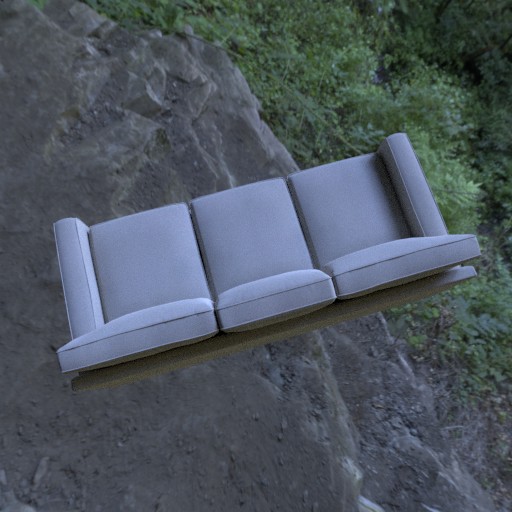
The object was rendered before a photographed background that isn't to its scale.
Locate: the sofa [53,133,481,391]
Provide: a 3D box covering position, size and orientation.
[{"bbox_3d":[0.000,0.000,2.521,2.088,0.862,0.935,-15,75,-4],"label":"sofa"}]
